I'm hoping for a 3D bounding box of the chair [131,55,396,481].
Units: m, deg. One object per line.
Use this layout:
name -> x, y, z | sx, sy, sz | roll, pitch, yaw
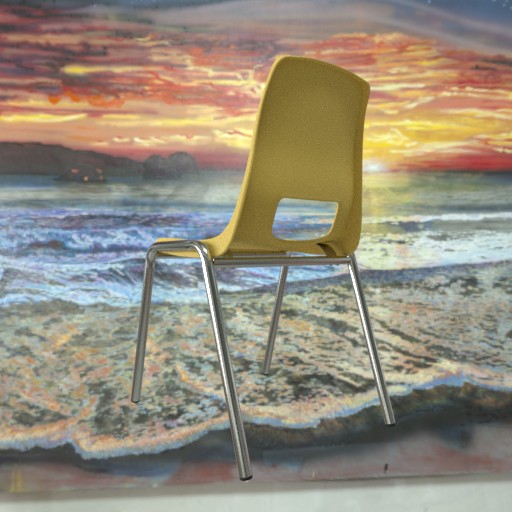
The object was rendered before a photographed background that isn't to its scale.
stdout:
chair -> 0.000, 0.000, 0.915 | 0.381, 0.653, 0.436 | -1, 1, -36
